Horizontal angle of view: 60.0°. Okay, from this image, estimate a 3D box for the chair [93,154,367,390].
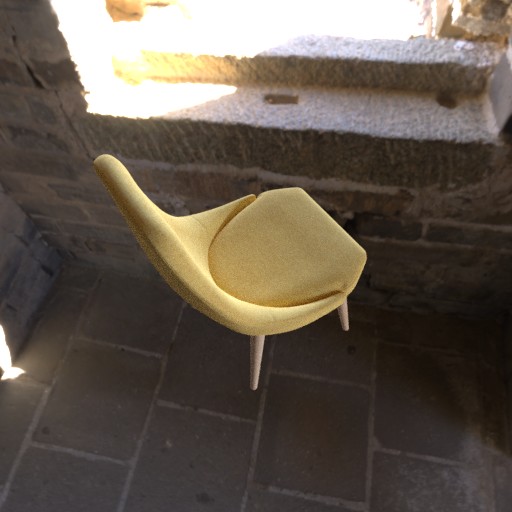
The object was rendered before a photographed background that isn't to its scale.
[{"bbox_3d":[0.000,0.000,1.384,0.660,1.040,0.510,-32,63,-18],"label":"chair"}]
